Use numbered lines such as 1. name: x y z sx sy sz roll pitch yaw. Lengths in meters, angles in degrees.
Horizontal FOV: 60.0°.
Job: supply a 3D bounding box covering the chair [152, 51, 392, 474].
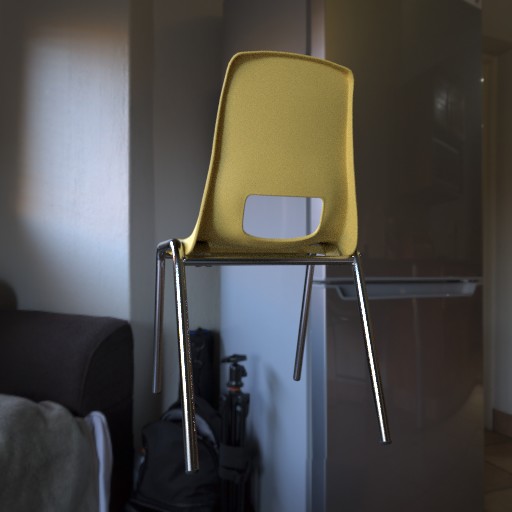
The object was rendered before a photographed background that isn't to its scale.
1. chair: 0.000 0.000 0.911 0.381 0.653 0.436 0 0 -18
